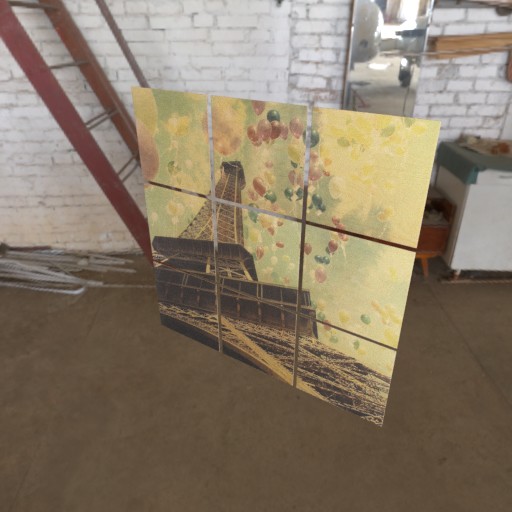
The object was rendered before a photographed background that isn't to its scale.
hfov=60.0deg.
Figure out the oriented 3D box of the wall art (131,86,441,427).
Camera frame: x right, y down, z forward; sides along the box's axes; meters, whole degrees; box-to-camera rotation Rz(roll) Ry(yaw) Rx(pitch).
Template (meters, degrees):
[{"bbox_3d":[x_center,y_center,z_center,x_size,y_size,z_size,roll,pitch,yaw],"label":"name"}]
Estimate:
[{"bbox_3d":[0.000,0.000,2.241,1.517,1.505,0.002,18,33,29],"label":"wall art"}]
